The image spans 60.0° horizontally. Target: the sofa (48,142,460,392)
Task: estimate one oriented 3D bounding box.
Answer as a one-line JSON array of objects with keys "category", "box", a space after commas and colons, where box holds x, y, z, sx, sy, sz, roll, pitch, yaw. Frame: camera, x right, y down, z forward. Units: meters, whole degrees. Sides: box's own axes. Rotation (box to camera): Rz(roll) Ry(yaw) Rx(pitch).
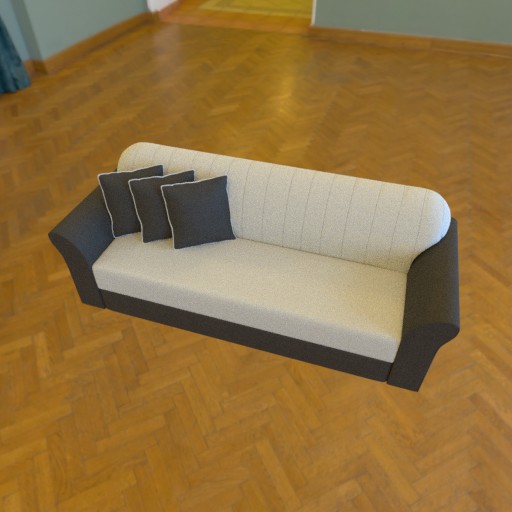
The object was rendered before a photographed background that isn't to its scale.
[{"category": "sofa", "box": [0.000, 0.000, 2.434, 2.001, 0.787, 0.755, 12, 44, 13]}]
